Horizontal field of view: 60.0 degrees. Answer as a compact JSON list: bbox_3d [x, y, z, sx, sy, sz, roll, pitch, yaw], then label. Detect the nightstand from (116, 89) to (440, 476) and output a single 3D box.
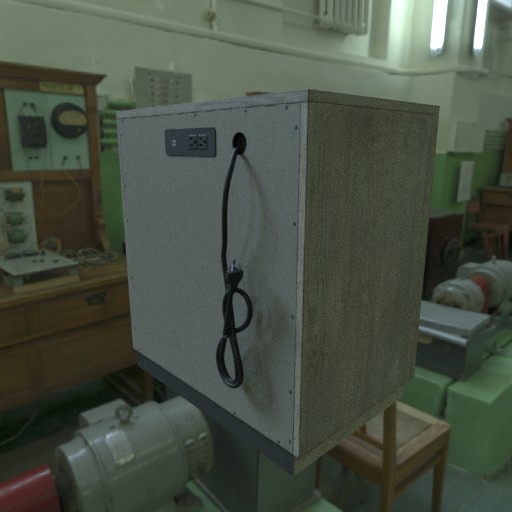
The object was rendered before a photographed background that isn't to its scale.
[{"bbox_3d":[0.000,0.000,1.061,0.483,0.673,0.612,-13,19,-42],"label":"nightstand"}]
